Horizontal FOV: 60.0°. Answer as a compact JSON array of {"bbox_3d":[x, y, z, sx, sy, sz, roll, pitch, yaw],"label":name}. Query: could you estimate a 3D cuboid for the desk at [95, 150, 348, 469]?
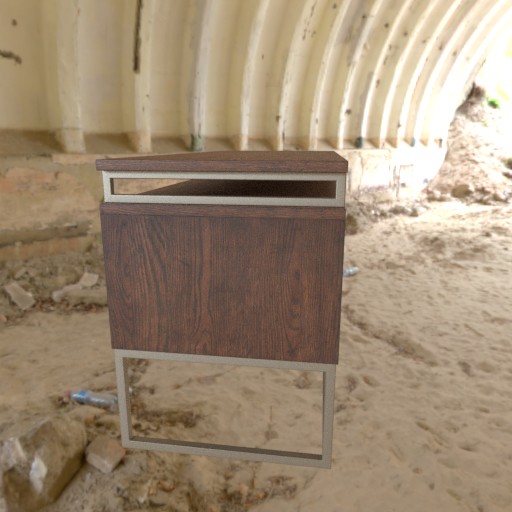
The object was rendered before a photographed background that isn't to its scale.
[{"bbox_3d":[0.000,0.000,1.760,0.610,0.792,1.384,2,14,8],"label":"desk"}]
